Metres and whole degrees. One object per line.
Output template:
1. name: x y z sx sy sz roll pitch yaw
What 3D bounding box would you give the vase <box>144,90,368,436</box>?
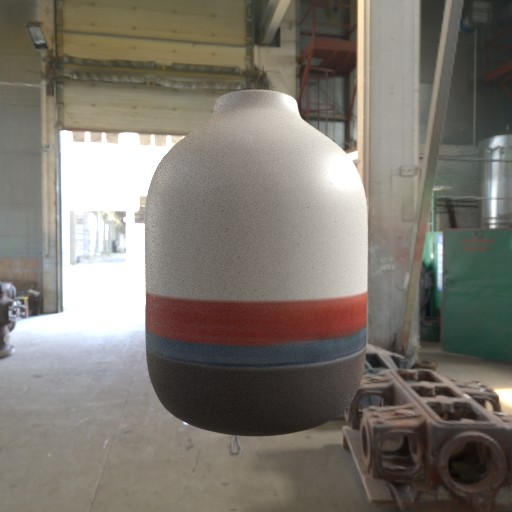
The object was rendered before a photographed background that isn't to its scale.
1. vase: 0.000 0.000 0.347 0.169 0.237 0.169 0 1 0
